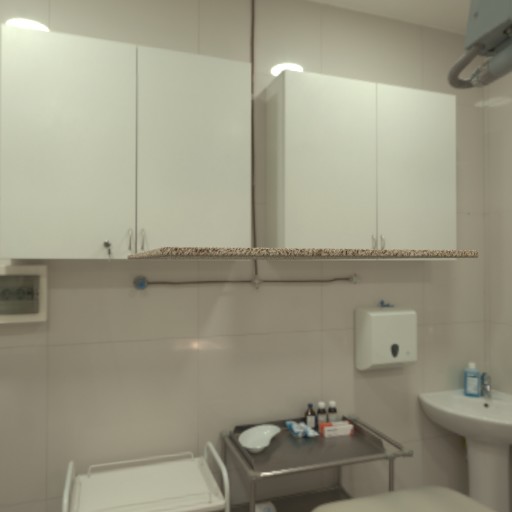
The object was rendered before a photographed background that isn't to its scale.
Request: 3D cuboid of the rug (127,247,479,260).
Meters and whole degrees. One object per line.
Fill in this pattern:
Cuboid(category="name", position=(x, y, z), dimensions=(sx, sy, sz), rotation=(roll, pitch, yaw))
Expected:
Cuboid(category="rug", position=(0.000, 0.000, 2.349), dimensions=(1.219, 0.030, 1.778), rotation=(0, -1, -19))
